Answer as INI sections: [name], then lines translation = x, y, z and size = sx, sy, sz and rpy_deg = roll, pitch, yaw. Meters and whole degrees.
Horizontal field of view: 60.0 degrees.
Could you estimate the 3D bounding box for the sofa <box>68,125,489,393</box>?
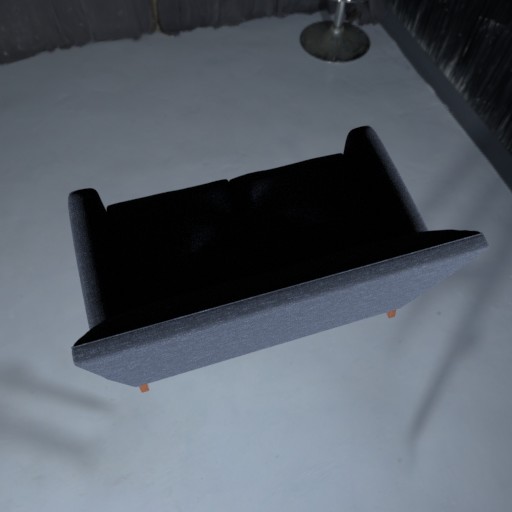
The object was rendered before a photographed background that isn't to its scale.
[sofa]
translation = 0.000, 0.000, 1.917
size = 1.420, 0.846, 0.875
rpy_deg = -15, 59, -9
